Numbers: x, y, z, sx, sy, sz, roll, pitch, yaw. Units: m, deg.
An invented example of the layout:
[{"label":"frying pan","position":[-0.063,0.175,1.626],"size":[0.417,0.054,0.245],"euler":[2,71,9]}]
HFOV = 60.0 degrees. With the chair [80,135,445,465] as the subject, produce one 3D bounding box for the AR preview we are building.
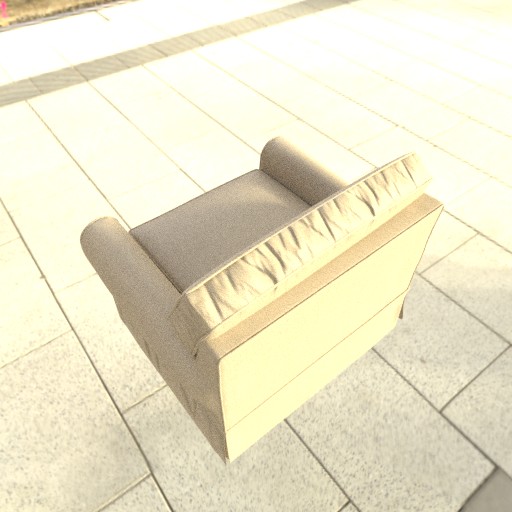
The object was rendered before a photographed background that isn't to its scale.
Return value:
[{"label":"chair","position":[0.000,0.000,1.792],"size":[1.096,0.937,0.903],"euler":[-31,54,-25]}]
